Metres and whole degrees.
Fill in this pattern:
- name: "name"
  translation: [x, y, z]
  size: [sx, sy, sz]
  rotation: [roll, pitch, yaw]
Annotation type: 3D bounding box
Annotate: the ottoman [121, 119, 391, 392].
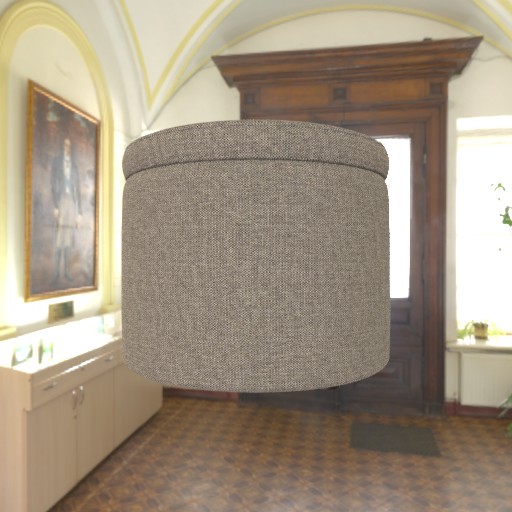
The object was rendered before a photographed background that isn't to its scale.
- name: "ottoman"
  translation: [0.000, 0.000, 0.895]
  size: [0.520, 0.430, 0.520]
  rotation: [0, 0, 0]
